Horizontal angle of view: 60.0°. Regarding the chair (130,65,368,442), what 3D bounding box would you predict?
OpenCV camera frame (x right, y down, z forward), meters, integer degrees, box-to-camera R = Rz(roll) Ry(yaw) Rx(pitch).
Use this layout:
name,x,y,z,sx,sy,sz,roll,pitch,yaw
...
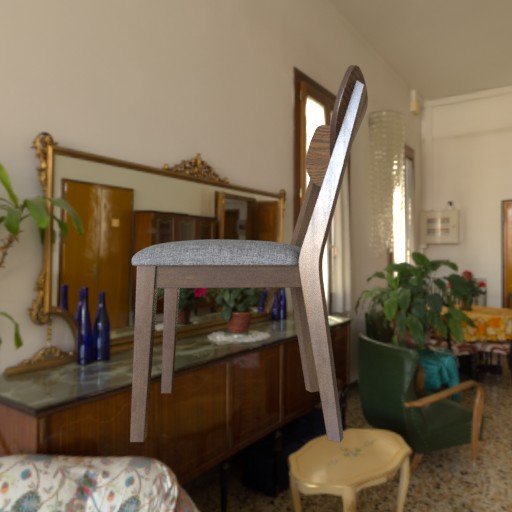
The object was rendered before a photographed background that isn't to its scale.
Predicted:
name,x,y,z,sx,sy,sz,roll,pitch,yaw
chair,0.000,0.000,1.211,0.583,0.849,0.491,0,0,-1
